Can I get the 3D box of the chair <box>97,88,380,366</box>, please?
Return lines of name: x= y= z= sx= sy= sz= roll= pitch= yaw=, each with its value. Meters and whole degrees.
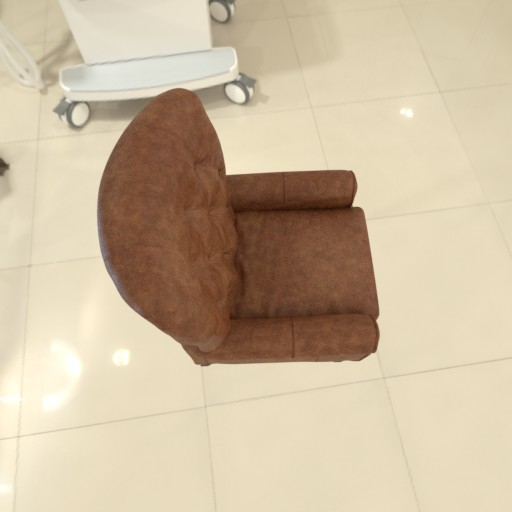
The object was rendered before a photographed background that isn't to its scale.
chair: x=0.000 y=0.000 z=1.936 sx=1.059 sy=1.164 sz=0.951 roll=-2 pitch=65 yaw=-1
